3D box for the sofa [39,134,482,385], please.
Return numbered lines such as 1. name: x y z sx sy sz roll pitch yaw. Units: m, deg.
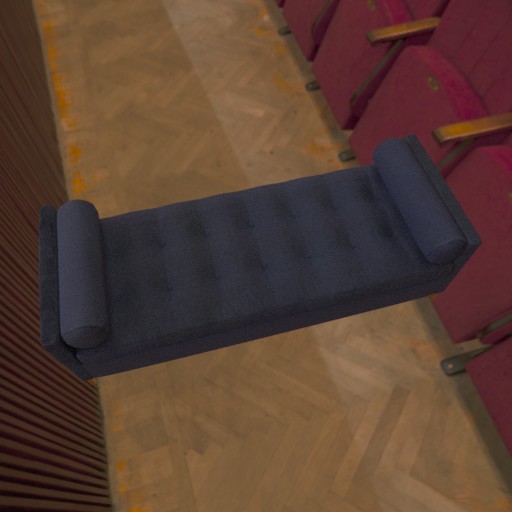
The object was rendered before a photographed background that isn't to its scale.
1. sofa: 0.000 0.000 2.444 2.102 0.705 0.796 -13 59 -8
